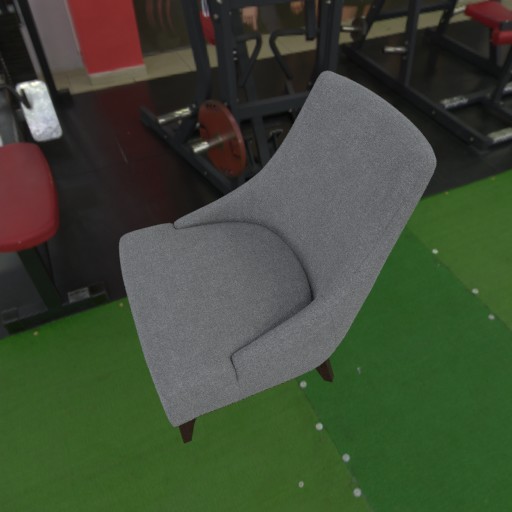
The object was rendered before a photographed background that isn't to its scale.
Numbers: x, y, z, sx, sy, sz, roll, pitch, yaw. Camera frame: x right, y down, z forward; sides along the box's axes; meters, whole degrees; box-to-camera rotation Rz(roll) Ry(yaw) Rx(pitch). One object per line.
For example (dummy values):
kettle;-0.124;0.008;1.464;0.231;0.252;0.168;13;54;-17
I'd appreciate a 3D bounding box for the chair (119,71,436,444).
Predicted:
chair;0.000;0.000;1.465;0.861;0.909;0.701;-17;49;-15
